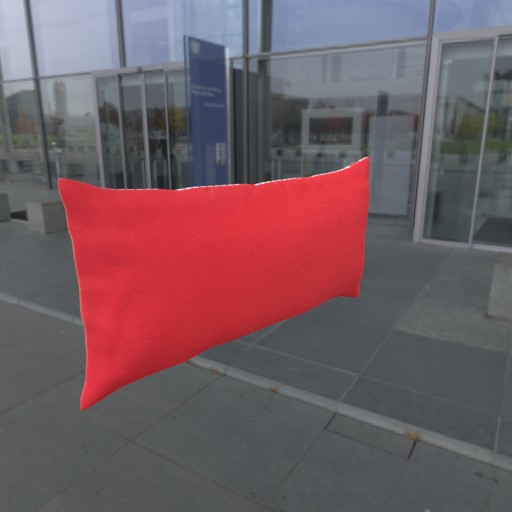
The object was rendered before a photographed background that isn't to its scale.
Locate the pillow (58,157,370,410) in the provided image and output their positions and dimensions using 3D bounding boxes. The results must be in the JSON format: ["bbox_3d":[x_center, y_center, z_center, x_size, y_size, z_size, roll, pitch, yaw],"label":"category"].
[{"bbox_3d":[0.000,0.000,0.724,0.608,0.297,0.151,-14,21,-41],"label":"pillow"}]
